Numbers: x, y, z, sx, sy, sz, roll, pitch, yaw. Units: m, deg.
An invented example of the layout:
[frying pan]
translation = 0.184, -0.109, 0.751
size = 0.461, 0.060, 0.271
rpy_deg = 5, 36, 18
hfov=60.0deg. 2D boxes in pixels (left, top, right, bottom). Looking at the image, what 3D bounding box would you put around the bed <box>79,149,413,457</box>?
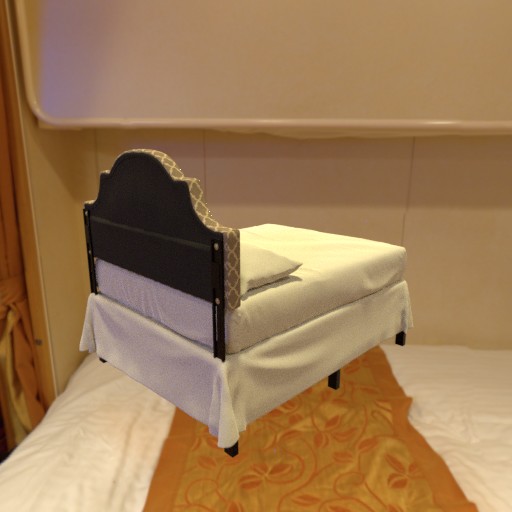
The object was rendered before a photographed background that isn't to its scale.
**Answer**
[bed]
translation = 0.000, 0.000, 3.432
size = 2.222, 1.633, 1.780
rpy_deg = -14, 20, -43
